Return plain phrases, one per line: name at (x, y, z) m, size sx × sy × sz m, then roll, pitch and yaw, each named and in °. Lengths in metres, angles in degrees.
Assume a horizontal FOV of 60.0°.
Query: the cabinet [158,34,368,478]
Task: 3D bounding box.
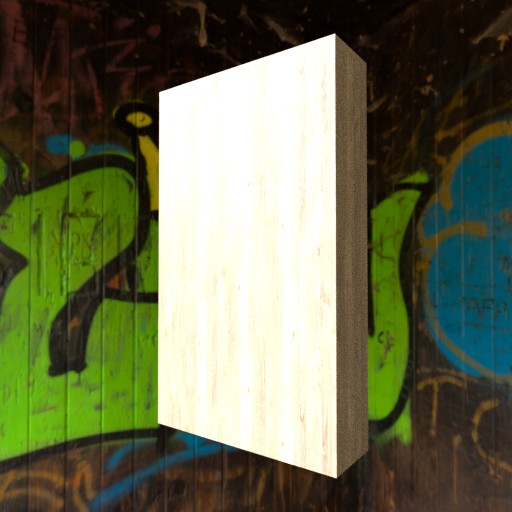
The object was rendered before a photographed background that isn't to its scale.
cabinet at (0.000, 0.000, 1.597) m, size 0.750 × 1.280 × 0.250 m, roll -1°, pitch -1°, yaw 36°
